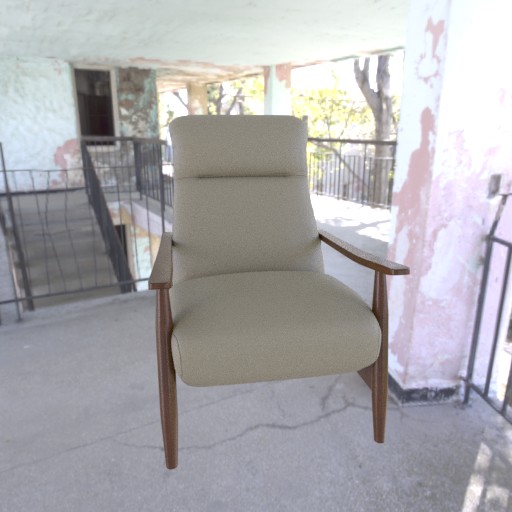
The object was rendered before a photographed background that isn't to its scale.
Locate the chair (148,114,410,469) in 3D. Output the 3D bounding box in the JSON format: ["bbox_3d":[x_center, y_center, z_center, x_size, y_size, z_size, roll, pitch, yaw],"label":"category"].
[{"bbox_3d":[0.000,0.000,1.748,0.762,1.082,1.014,-3,17,-9],"label":"chair"}]
